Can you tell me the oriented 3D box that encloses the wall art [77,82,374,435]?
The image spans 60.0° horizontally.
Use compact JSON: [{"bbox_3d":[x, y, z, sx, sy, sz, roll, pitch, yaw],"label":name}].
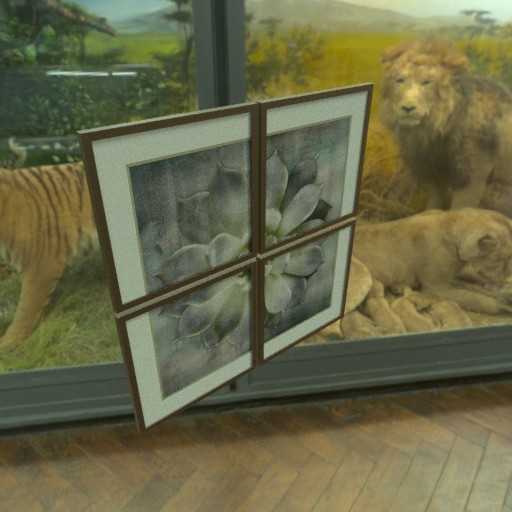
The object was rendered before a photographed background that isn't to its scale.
[{"bbox_3d":[0.000,0.000,1.541,1.032,1.032,0.030,-22,37,-33],"label":"wall art"}]
